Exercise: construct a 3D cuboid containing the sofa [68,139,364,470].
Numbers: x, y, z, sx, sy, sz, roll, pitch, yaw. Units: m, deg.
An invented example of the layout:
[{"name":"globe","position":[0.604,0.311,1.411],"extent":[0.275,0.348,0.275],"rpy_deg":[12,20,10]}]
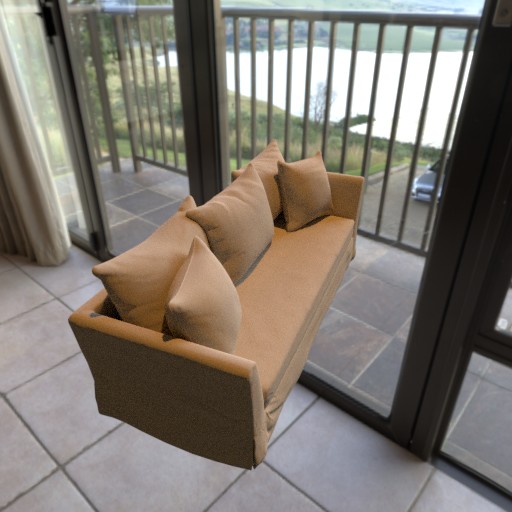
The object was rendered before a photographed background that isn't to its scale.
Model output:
[{"name":"sofa","position":[0.000,0.000,3.113],"extent":[1.046,1.047,2.499],"rpy_deg":[12,33,19]}]
